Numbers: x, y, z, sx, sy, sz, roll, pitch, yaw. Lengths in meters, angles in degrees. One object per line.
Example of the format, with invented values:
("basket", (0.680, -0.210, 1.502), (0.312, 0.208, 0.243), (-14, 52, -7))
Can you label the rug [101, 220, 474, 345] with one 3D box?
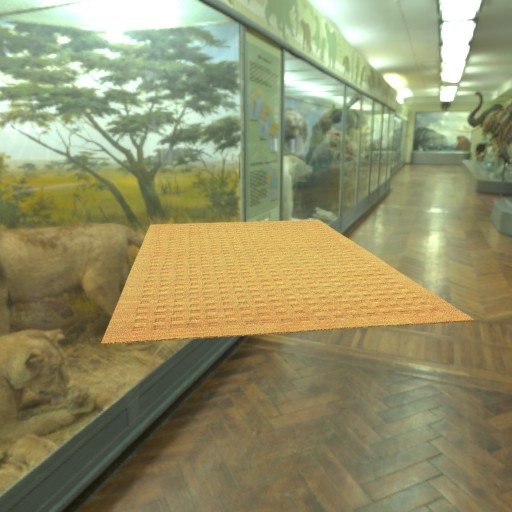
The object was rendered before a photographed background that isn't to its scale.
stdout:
("rug", (0.000, 0.000, 2.154), (1.143, 0.006, 1.747), (-2, 15, -8))
